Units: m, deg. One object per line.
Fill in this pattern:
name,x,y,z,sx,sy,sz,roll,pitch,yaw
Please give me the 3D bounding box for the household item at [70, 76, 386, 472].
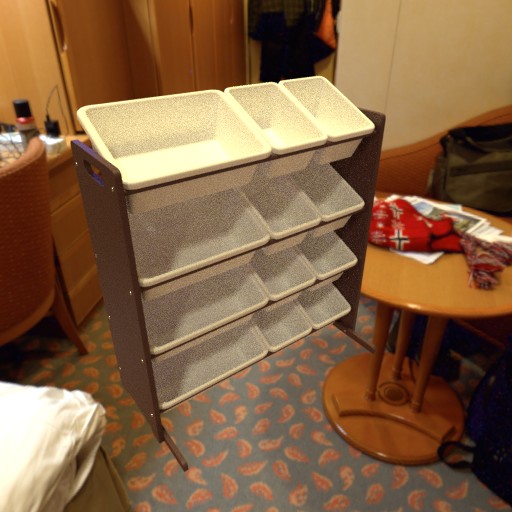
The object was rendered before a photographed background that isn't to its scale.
household item,0.000,0.000,1.268,0.787,0.864,0.389,-21,36,-31
